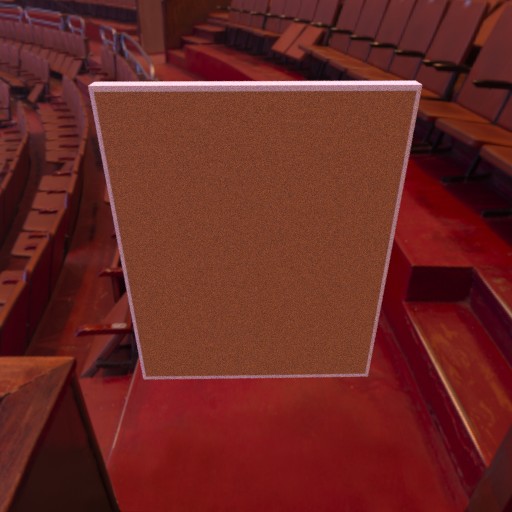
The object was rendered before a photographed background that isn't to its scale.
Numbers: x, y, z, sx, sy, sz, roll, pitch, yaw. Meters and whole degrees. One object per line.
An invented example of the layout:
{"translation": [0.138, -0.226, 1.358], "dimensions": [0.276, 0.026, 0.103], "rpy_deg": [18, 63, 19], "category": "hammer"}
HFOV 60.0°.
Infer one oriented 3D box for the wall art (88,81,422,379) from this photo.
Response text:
{"translation": [0.000, 0.000, 0.743], "dimensions": [0.443, 0.549, 0.030], "rpy_deg": [-1, 32, -1], "category": "wall art"}
